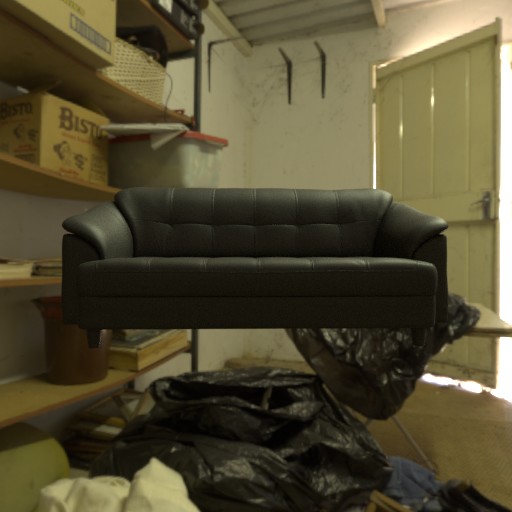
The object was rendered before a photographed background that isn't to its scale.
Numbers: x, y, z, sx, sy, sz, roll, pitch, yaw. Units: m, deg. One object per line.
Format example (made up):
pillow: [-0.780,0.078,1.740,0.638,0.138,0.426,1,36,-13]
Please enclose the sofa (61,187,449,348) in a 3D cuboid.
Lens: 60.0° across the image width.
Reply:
sofa: [0.000,0.000,2.312,1.829,0.811,0.800,0,1,-2]
